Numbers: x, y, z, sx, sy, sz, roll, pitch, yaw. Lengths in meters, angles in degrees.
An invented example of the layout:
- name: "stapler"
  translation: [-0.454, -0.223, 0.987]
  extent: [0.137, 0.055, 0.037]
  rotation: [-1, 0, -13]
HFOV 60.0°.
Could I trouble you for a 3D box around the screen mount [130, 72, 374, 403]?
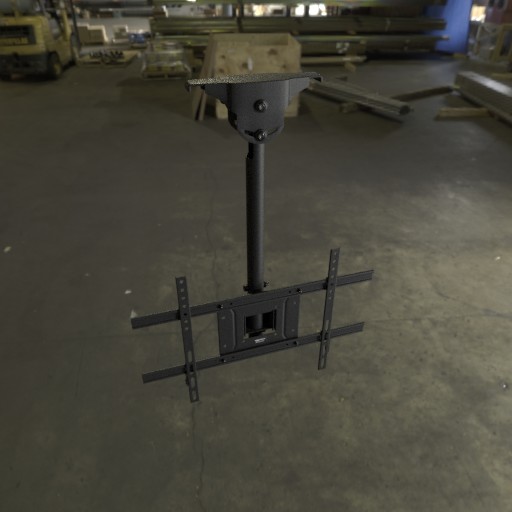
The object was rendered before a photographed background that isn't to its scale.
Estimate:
- name: "screen mount"
  translation: [0.000, 0.000, 1.021]
  extent: [0.595, 0.775, 0.090]
  rotation: [-10, 34, -15]
